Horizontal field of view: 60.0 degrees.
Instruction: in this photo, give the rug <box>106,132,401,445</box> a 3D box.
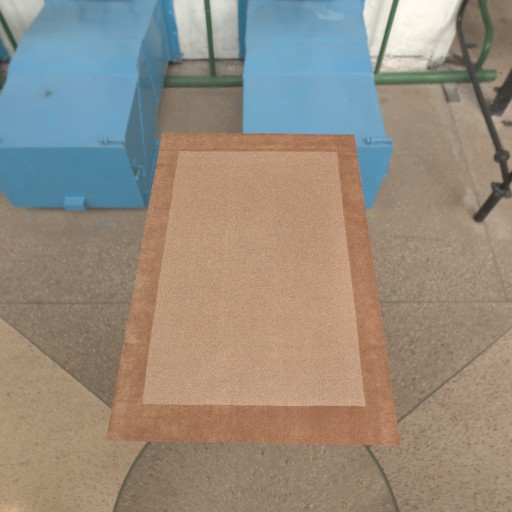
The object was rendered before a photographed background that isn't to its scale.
[{"bbox_3d":[0.000,0.000,2.319,1.219,0.014,1.829,1,58,0],"label":"rug"}]
